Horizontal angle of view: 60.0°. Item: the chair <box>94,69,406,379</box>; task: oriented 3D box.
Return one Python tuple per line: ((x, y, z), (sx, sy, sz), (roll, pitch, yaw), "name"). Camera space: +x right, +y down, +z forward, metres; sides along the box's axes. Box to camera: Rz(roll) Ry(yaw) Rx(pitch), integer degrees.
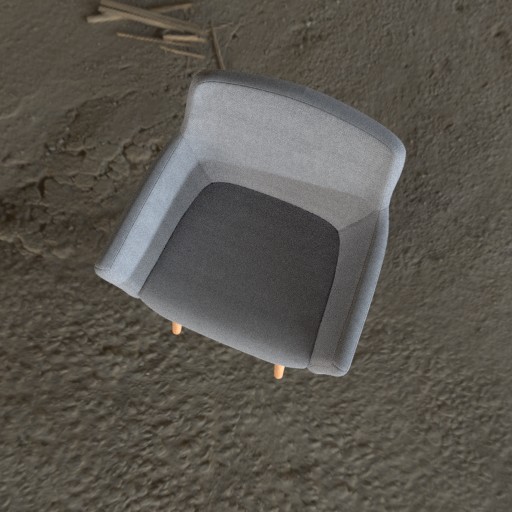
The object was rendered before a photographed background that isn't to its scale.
((0.000, 0.000, 1.187), (0.570, 0.780, 0.540), (22, 76, 6), "chair")
